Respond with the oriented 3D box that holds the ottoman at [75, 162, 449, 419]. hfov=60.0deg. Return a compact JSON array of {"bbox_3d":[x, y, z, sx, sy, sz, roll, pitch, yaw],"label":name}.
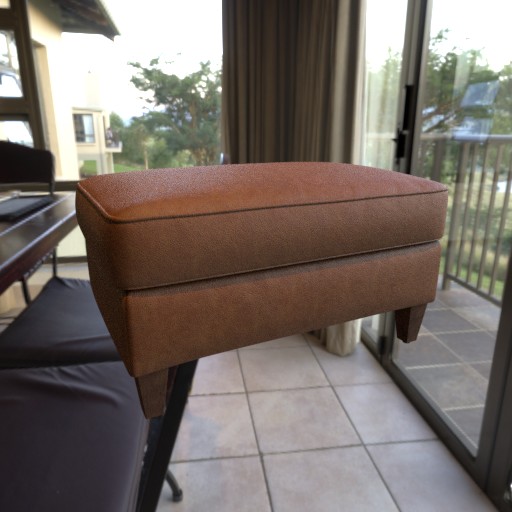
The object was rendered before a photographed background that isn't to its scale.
[{"bbox_3d":[0.000,0.000,1.217,0.864,0.483,0.584,-8,19,-26],"label":"ottoman"}]
